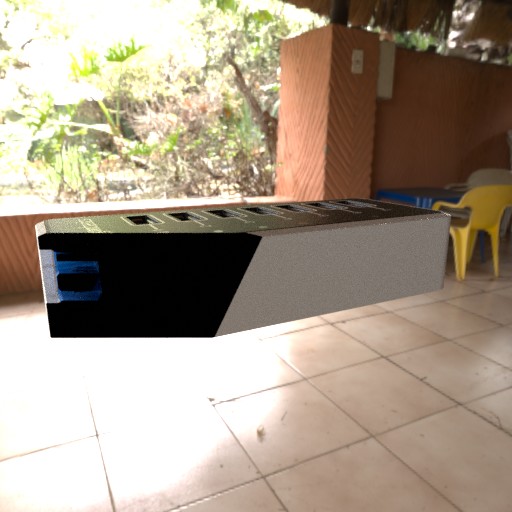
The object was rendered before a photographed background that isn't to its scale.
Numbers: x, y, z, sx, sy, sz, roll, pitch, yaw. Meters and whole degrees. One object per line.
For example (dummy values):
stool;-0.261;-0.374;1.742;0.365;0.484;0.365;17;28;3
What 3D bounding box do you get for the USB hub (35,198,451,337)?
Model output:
USB hub;0.000;0.000;0.126;0.110;0.023;0.044;-7;16;-26
